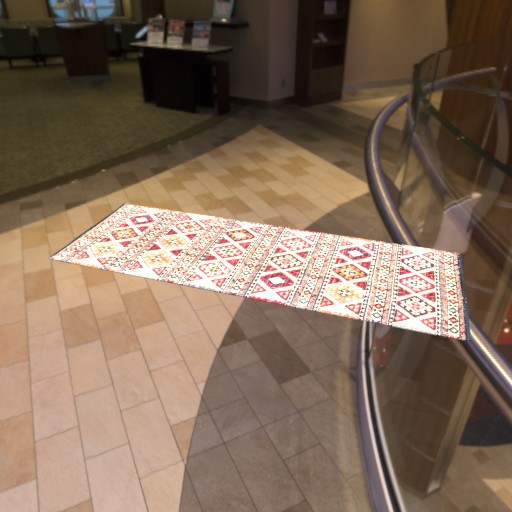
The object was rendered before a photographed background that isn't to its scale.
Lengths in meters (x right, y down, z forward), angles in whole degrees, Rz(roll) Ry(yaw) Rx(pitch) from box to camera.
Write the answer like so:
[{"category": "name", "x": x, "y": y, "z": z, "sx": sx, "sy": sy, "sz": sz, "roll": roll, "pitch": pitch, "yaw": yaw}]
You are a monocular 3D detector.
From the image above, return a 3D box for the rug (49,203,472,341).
[{"category": "rug", "x": 0.000, "y": 0.000, "z": 2.684, "sx": 2.362, "sy": 0.008, "sz": 0.832, "roll": 10, "pitch": 33, "yaw": 15}]
